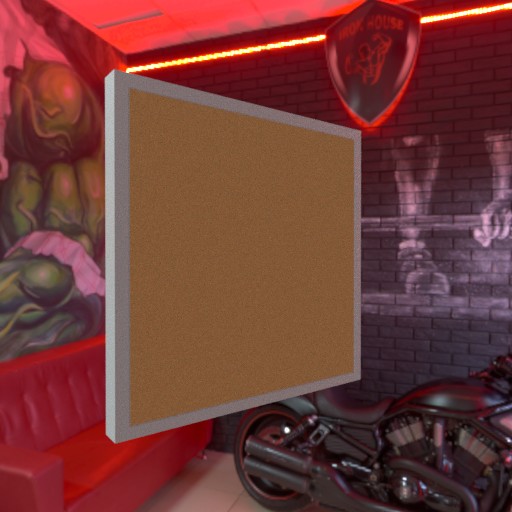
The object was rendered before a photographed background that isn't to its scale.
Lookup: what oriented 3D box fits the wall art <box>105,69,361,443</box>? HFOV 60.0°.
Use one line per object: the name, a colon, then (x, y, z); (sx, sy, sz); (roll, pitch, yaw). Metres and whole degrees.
wall art: (0.000, 0.000, 0.766); (0.506, 0.506, 0.038); (0, 1, -37)
